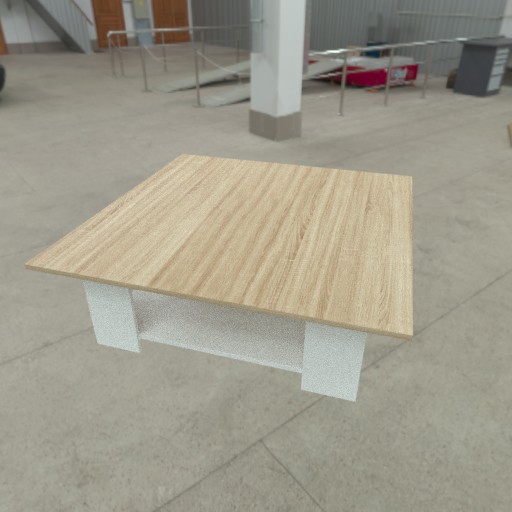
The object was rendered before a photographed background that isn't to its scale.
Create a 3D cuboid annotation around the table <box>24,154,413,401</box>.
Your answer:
[{"bbox_3d":[0.000,0.000,1.393,0.890,0.305,0.890,9,32,14],"label":"table"}]
